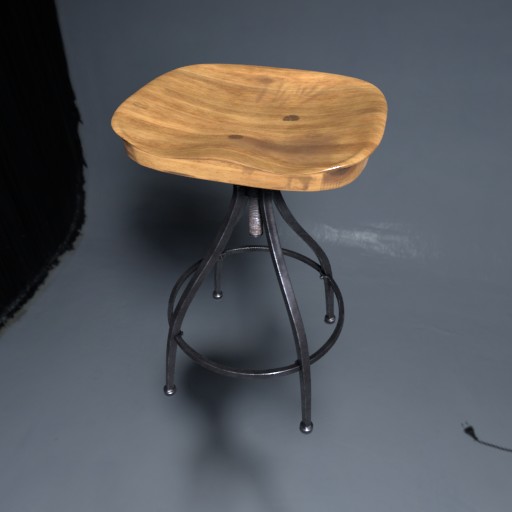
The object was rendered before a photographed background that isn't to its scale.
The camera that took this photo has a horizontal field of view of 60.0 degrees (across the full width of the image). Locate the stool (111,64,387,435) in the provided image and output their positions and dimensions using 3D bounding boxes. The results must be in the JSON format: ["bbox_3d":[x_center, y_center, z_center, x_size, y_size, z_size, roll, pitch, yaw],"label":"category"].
[{"bbox_3d":[0.000,0.000,0.971,0.432,0.694,0.424,11,42,12],"label":"stool"}]
